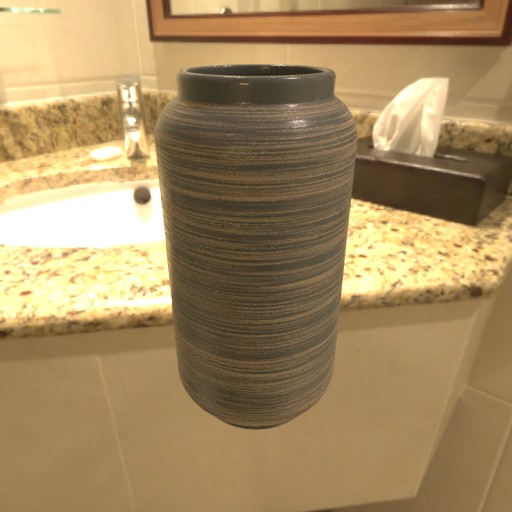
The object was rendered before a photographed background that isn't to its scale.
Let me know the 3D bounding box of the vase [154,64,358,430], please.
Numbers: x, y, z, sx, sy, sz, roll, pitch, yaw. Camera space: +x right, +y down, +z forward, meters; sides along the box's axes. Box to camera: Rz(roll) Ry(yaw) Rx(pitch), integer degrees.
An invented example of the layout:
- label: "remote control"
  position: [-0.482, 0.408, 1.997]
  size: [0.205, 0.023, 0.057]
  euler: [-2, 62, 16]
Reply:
- label: "vase"
  position: [0.000, 0.000, 0.295]
  size: [0.116, 0.230, 0.116]
  euler: [0, 27, 0]
